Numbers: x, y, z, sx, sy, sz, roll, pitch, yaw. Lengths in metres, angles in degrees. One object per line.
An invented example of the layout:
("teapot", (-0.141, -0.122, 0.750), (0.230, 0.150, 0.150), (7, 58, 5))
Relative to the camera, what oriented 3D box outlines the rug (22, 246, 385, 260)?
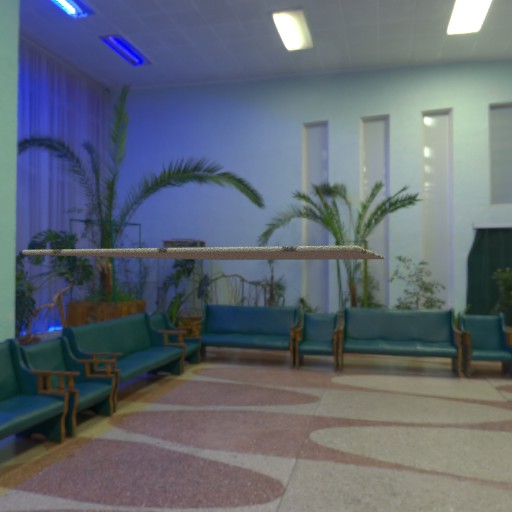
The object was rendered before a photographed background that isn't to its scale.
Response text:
("rug", (0.000, 0.000, 3.404), (1.801, 0.026, 2.701), (0, -1, 18))
